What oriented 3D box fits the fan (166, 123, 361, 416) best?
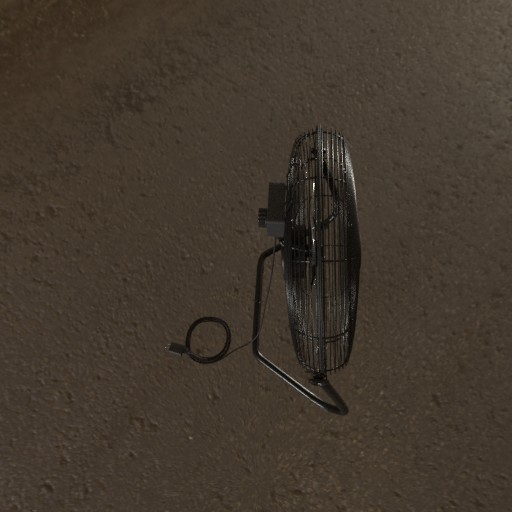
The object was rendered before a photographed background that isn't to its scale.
[{"bbox_3d":[0.000,0.000,0.992,0.470,0.605,0.595,3,63,2],"label":"fan"}]
